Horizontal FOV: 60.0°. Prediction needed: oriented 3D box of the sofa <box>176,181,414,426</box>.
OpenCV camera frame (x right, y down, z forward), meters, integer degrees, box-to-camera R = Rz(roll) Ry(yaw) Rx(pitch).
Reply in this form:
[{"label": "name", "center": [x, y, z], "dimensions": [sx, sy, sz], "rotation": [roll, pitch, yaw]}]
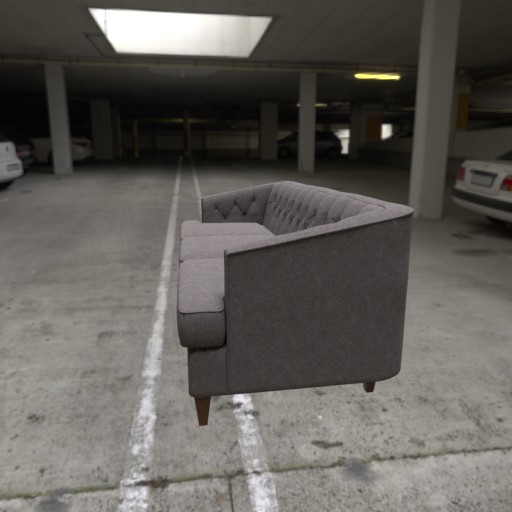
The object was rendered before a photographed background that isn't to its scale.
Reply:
[{"label": "sofa", "center": [0.000, 0.000, 2.671], "dimensions": [0.917, 0.806, 2.247], "rotation": [-2, 12, -9]}]
